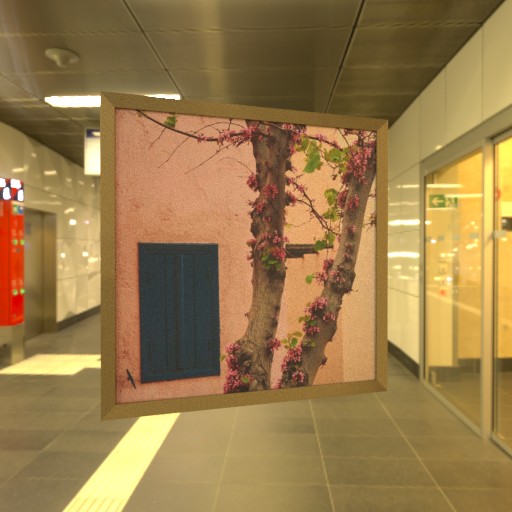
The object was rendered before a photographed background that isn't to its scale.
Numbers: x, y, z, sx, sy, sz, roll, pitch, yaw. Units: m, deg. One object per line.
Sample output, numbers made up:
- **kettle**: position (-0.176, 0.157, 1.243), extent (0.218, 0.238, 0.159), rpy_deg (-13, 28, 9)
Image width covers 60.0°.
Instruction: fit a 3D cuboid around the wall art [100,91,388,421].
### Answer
- **wall art**: position (0.000, 0.000, 1.153), extent (0.762, 0.762, 0.038), rpy_deg (0, 1, -17)
